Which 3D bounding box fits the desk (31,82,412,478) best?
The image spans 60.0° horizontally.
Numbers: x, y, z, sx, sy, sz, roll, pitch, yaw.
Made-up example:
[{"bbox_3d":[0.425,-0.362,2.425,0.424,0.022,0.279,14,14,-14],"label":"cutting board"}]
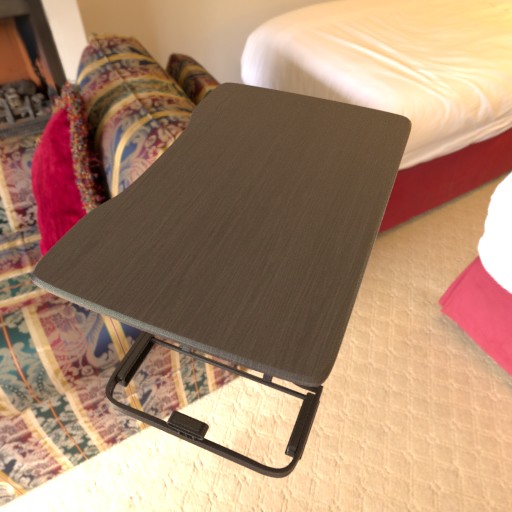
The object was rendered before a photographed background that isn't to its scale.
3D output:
[{"bbox_3d":[0.000,0.000,1.115,0.546,0.470,0.820,17,49,15],"label":"desk"}]
